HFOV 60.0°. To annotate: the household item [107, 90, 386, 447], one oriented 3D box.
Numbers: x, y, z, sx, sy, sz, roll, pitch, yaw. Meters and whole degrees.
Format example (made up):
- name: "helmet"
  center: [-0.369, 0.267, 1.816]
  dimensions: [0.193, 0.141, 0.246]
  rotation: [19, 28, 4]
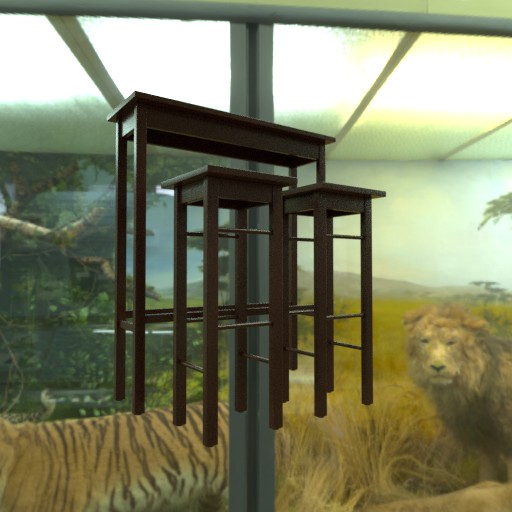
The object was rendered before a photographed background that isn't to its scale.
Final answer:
- name: "household item"
  center: [0.000, 0.000, 1.661]
  dimensions: [0.914, 1.067, 0.676]
  rotation: [1, -2, -35]
